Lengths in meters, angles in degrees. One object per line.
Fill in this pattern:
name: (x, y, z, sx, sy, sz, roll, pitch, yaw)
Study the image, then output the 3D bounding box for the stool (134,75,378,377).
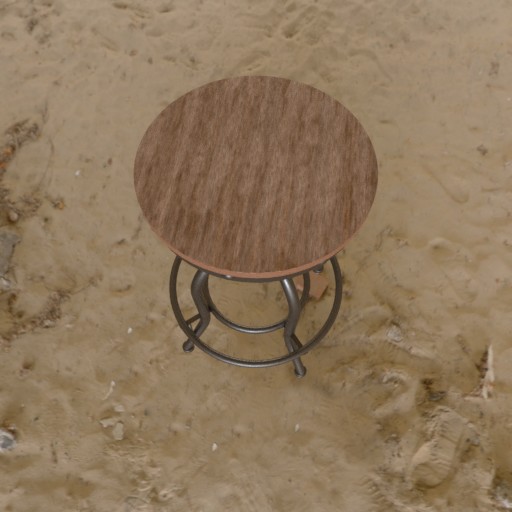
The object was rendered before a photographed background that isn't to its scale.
stool: (0.000, 0.000, 0.909, 0.439, 0.609, 0.439, -30, 67, -14)
